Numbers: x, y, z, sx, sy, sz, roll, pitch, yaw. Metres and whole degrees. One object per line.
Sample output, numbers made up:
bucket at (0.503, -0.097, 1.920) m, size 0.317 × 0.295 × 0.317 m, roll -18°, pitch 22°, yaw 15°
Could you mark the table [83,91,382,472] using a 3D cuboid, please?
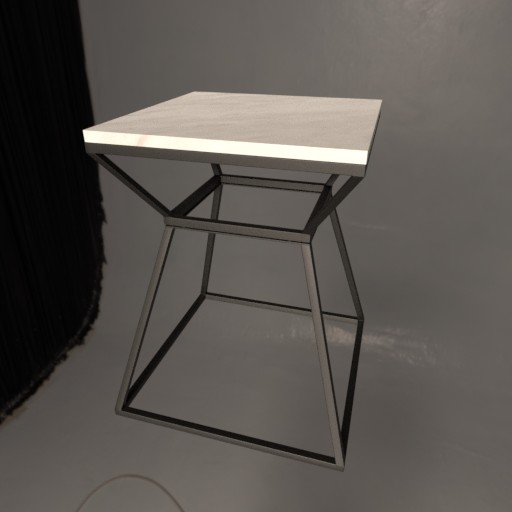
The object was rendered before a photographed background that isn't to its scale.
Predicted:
table at (0.000, 0.000, 0.893) m, size 0.455 × 0.559 × 0.455 m, roll 8°, pitch 29°, yaw 14°
